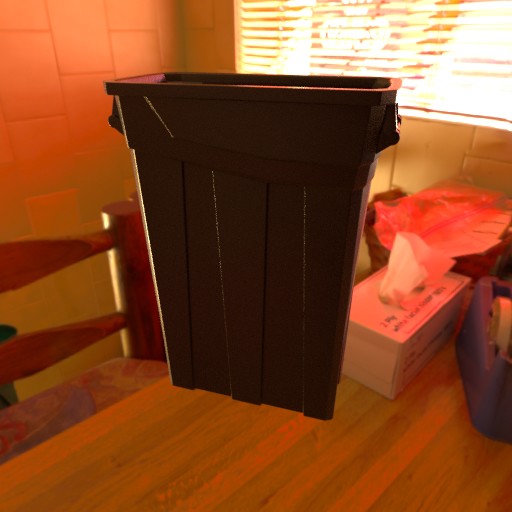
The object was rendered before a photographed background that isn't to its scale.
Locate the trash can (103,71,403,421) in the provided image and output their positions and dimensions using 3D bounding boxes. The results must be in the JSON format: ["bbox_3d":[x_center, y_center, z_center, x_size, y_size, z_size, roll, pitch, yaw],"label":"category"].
[{"bbox_3d":[0.000,0.000,1.025,0.559,0.762,0.281,8,27,15],"label":"trash can"}]
